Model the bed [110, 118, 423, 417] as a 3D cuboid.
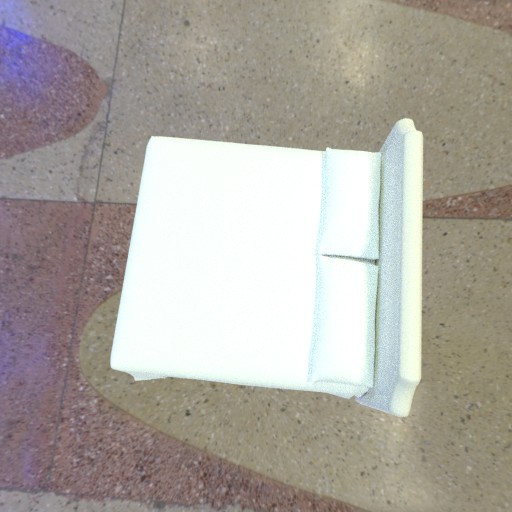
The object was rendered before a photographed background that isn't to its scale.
[{"bbox_3d":[0.000,0.000,3.540,2.204,1.301,2.160,5,76,1],"label":"bed"}]
